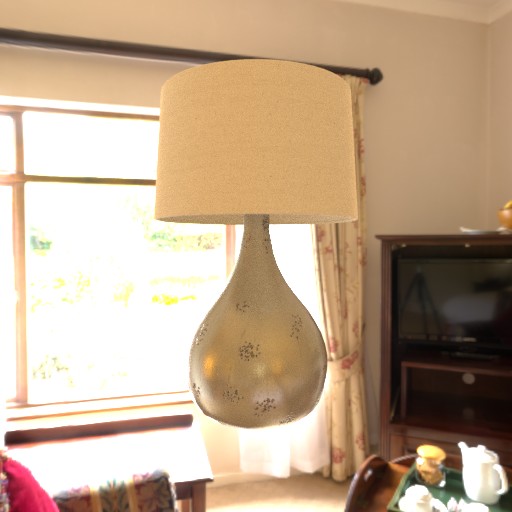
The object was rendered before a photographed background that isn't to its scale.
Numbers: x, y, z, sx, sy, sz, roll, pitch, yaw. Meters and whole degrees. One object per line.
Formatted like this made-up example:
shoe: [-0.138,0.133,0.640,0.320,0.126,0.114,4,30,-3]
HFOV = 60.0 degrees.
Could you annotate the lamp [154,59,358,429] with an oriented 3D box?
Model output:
lamp: [0.000,0.000,0.737,0.330,0.521,0.330,0,1,0]
